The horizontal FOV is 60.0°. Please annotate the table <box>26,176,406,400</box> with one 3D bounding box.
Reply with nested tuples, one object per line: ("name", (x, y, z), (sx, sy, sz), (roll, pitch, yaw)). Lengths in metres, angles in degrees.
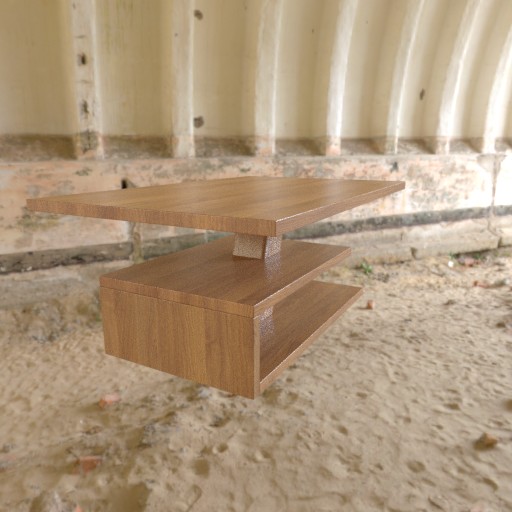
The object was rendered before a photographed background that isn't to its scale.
("table", (0.000, 0.000, 1.457), (0.700, 0.442, 1.100), (8, 16, 29))
